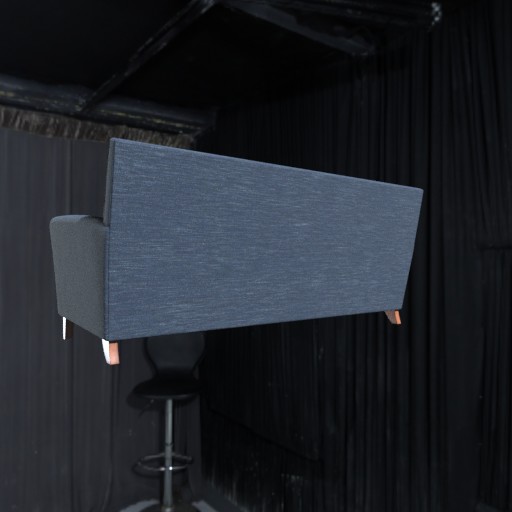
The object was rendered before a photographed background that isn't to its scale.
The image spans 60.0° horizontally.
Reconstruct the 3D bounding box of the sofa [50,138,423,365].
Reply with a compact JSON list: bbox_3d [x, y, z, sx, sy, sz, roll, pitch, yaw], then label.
[{"bbox_3d":[0.000,0.000,2.483,1.976,0.846,0.875,0,-1,-37],"label":"sofa"}]
